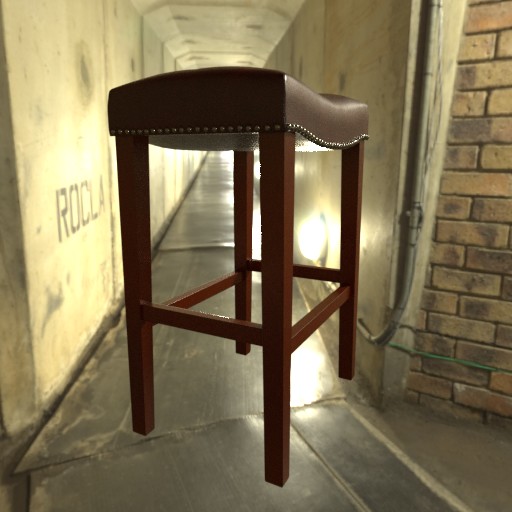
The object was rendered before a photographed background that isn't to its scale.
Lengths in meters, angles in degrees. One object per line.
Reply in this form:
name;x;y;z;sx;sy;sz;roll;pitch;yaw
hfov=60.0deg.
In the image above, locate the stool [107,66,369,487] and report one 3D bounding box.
stool;0.000;0.000;1.020;0.372;0.742;0.504;7;15;27
